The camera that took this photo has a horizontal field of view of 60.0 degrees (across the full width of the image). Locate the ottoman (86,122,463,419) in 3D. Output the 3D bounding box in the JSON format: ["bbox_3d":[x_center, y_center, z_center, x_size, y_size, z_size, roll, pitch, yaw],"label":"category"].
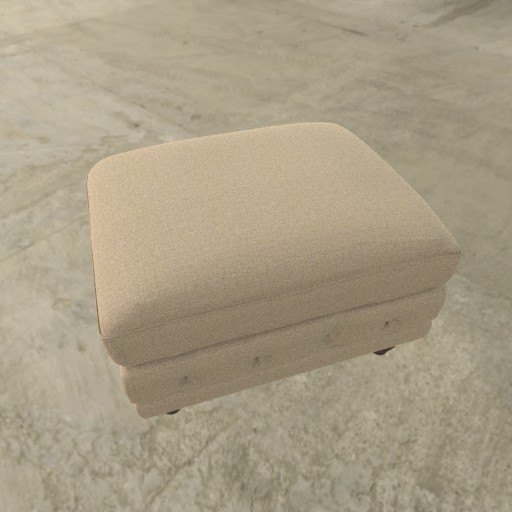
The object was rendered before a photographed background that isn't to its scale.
[{"bbox_3d":[0.000,0.000,1.036,0.684,0.463,0.541,-12,44,-13],"label":"ottoman"}]
